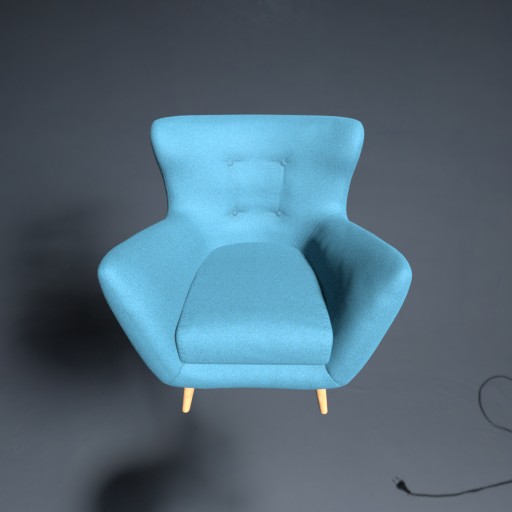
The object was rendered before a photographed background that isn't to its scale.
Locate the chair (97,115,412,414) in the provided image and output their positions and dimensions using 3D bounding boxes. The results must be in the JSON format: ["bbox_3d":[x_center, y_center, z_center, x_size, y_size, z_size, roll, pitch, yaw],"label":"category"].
[{"bbox_3d":[0.000,0.000,1.648,0.890,0.889,0.889,0,30,1],"label":"chair"}]
